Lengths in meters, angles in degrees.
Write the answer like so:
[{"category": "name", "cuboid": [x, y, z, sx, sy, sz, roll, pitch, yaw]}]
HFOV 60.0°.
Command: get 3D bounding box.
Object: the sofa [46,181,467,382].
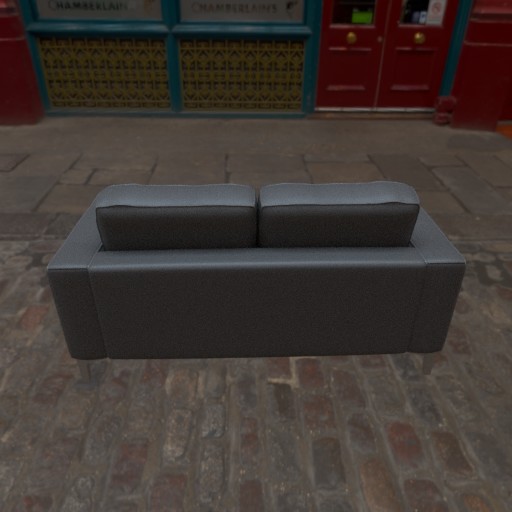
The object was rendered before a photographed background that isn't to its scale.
[{"category": "sofa", "cuboid": [0.000, 0.000, 2.201, 1.726, 0.893, 0.833, -1, 31, -1]}]
